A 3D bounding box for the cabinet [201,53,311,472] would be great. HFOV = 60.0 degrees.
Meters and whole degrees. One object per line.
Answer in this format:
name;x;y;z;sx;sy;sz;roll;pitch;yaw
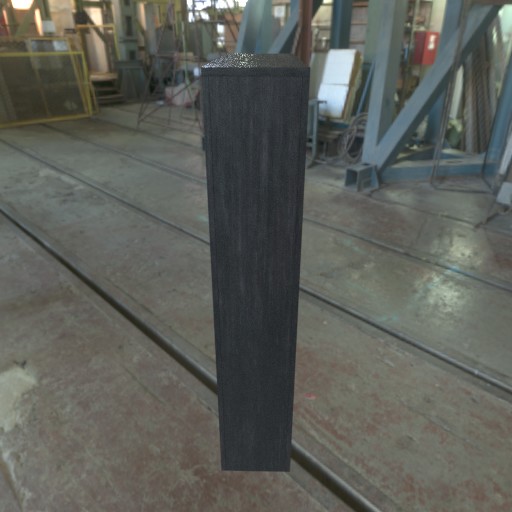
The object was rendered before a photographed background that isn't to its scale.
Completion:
cabinet;0.000;0.000;1.572;0.250;1.280;0.750;1;27;1
